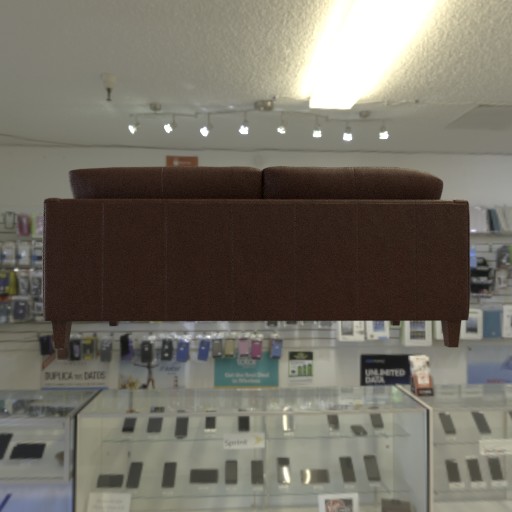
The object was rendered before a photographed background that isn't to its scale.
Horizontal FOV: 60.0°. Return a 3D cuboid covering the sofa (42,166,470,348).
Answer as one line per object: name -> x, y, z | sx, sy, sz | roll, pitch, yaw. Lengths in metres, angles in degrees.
sofa -> 0.000, 0.000, 2.463 | 1.971, 0.863, 0.923 | 0, -2, -1
